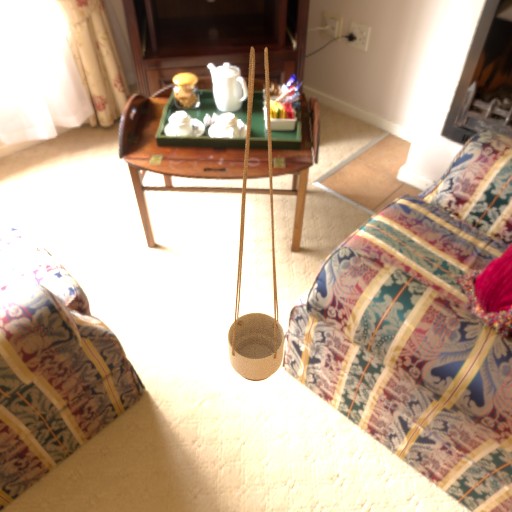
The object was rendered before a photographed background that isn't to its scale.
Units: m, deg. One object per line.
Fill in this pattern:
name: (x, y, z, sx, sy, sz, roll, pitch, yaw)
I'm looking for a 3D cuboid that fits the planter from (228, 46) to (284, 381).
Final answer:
planter: (0.000, 0.000, 0.923, 0.146, 0.841, 0.146, 3, 46, 3)
